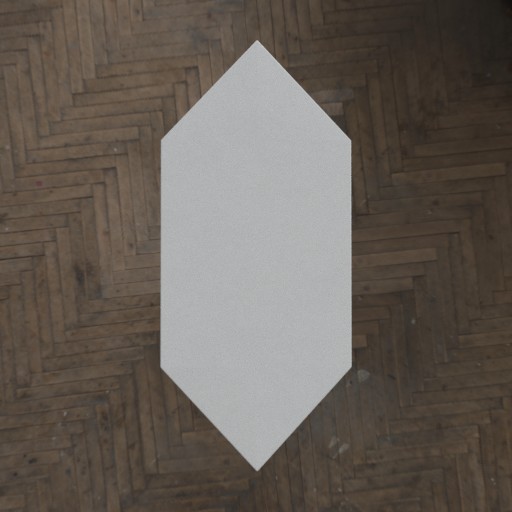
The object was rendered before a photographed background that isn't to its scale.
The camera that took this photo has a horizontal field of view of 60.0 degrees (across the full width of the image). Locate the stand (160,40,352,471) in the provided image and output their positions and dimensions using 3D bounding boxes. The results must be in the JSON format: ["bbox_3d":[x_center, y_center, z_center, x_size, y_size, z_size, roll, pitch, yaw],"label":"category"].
[{"bbox_3d":[0.000,0.000,1.406,0.477,0.614,1.072,0,89,0],"label":"stand"}]
